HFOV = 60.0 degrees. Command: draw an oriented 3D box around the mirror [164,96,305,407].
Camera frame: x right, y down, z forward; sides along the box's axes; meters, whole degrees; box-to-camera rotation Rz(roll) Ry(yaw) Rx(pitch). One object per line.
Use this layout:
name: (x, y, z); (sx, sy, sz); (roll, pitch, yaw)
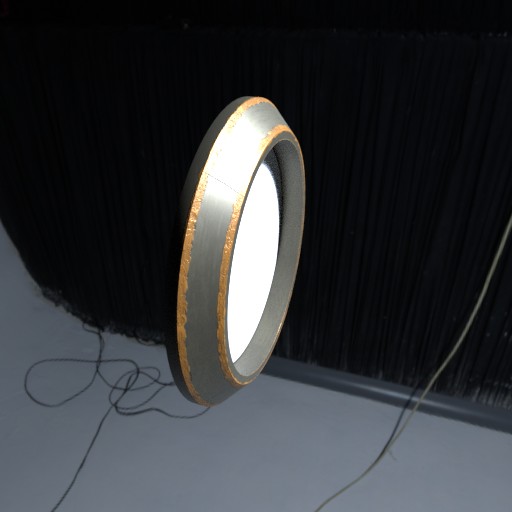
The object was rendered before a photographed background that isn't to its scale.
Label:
mirror: (0.000, 0.000, 1.346); (0.111, 0.907, 0.907); (10, 31, 17)
